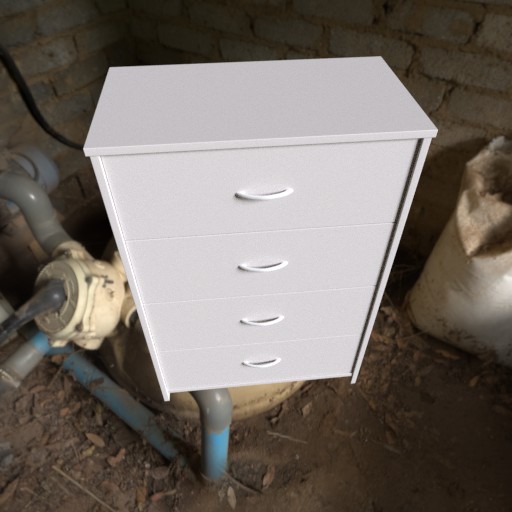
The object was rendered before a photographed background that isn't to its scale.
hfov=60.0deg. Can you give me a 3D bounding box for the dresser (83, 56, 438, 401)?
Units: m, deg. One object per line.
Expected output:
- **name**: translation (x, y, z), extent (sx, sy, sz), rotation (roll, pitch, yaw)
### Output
- **dresser**: translation (0.000, 0.000, 1.364), extent (0.704, 1.021, 0.401), rotation (-4, 45, -4)
